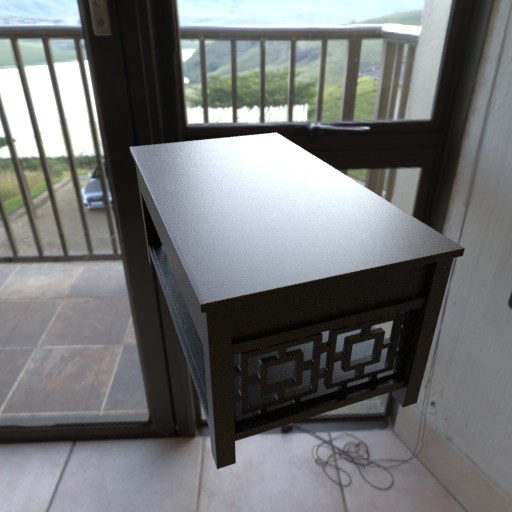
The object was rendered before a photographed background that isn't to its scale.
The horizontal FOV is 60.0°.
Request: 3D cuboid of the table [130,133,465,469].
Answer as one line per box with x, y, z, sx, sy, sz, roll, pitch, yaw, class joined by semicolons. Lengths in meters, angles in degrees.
0.000;0.000;1.445;0.612;0.493;1.068;-11;31;-18;table
